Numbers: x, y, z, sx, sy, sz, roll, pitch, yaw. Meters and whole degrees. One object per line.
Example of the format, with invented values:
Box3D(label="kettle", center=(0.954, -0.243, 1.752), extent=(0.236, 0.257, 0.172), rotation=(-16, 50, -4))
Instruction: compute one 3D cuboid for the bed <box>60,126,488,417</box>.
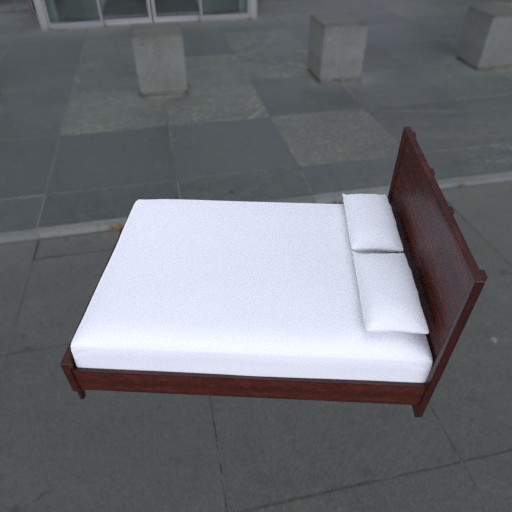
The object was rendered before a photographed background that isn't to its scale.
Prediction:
Box3D(label="bed", center=(0.000, 0.000, 3.832), extent=(2.803, 1.492, 2.040), rotation=(2, 41, 2))
